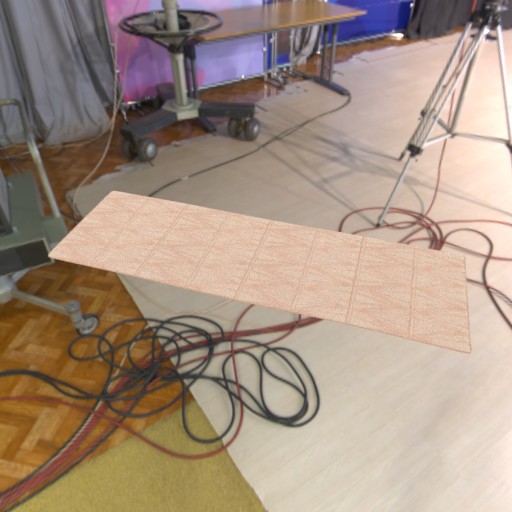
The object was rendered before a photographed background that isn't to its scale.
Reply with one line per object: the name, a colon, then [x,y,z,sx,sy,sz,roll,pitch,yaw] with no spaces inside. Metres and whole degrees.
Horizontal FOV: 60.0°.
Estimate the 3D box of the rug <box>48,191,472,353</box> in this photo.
rug: [0.000,0.000,2.696,2.435,0.015,0.760,12,43,13]
